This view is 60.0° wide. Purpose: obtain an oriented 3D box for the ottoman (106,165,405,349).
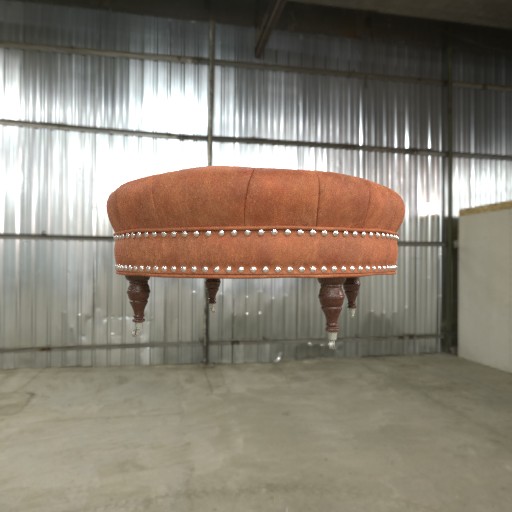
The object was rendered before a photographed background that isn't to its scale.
[{"bbox_3d":[0.000,0.000,1.396,0.901,0.444,0.901,0,0,0],"label":"ottoman"}]
